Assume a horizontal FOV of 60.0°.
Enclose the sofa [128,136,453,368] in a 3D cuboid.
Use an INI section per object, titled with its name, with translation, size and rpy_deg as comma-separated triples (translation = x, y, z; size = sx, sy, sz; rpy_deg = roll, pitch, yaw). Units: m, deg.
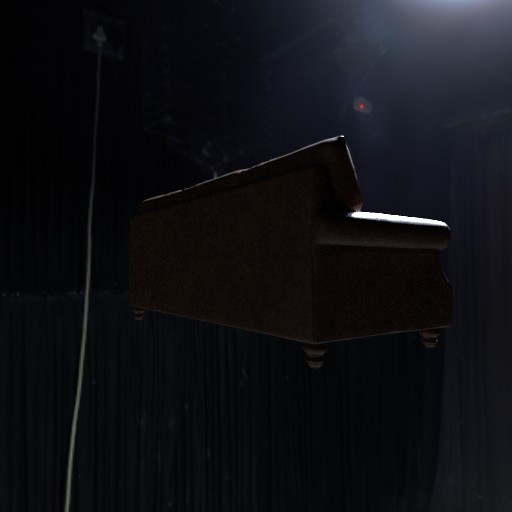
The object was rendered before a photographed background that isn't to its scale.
[sofa]
translation = 0.000, 0.000, 2.905
size = 0.973, 0.977, 2.351
rpy_deg = 1, -2, -35
